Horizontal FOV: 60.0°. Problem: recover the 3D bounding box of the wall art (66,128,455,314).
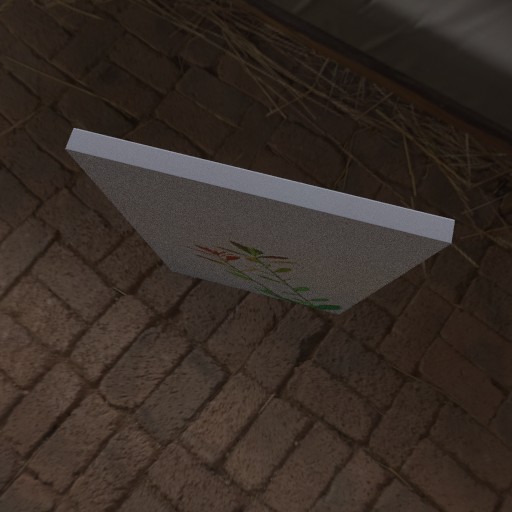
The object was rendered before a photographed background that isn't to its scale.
[{"bbox_3d":[0.000,0.000,1.128,0.612,0.915,0.039,14,76,4],"label":"wall art"}]
